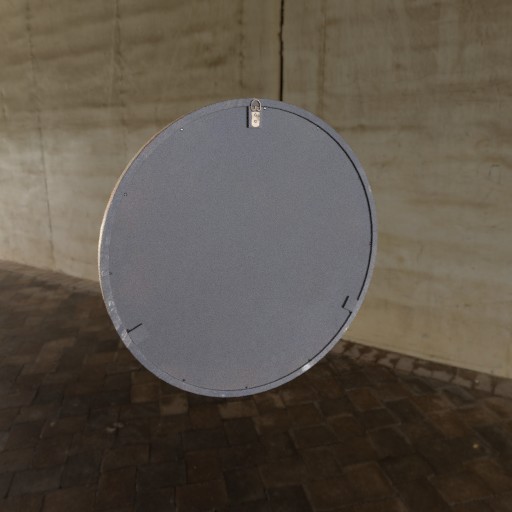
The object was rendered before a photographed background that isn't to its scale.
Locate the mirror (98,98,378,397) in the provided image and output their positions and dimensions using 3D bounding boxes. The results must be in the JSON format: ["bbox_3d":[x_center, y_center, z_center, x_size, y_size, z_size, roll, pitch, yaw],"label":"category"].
[{"bbox_3d":[0.000,0.000,1.058,0.710,0.710,0.038,-6,15,-25],"label":"mirror"}]
